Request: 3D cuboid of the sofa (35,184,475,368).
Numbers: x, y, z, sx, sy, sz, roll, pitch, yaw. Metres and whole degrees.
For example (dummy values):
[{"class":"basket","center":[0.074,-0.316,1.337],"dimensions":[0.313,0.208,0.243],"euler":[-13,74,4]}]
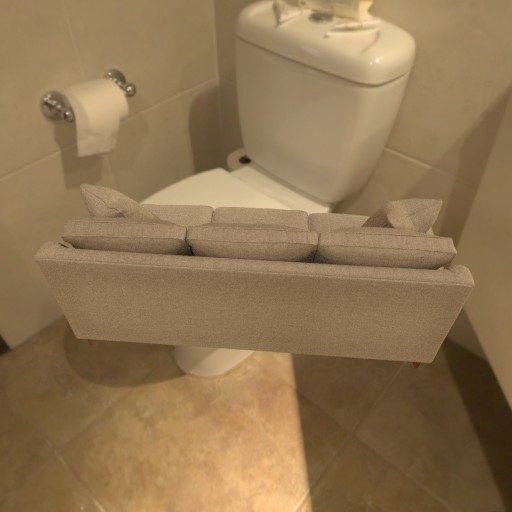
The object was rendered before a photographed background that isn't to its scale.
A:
[{"class":"sofa","center":[0.000,0.000,2.550],"dimensions":[2.031,0.914,0.865],"euler":[3,47,3]}]
